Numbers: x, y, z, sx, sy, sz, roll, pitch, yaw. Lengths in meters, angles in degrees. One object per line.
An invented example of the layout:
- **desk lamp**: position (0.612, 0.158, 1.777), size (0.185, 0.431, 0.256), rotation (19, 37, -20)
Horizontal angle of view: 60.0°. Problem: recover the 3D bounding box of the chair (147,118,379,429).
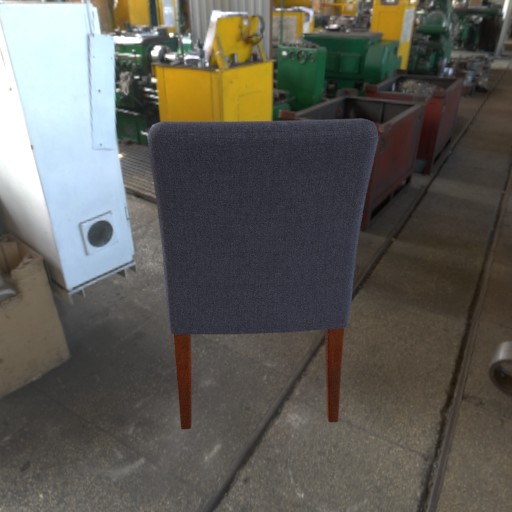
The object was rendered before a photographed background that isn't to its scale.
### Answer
- **chair**: position (0.000, 0.000, 1.346), size (0.508, 0.952, 0.655), rotation (-2, 31, -3)
